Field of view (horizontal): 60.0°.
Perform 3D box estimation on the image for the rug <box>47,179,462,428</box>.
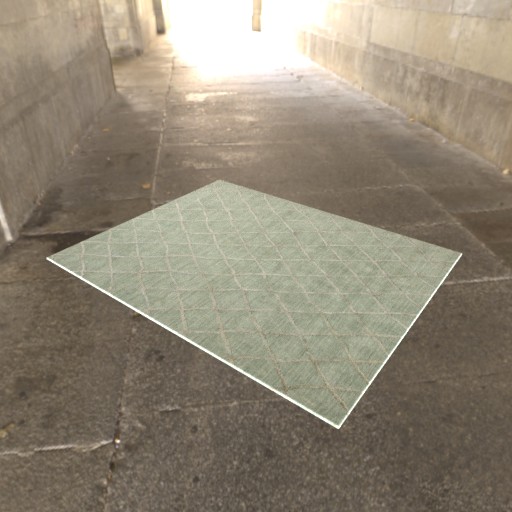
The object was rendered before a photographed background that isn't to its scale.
[{"bbox_3d":[0.000,0.000,4.139,3.039,0.019,2.420,22,38,31],"label":"rug"}]
